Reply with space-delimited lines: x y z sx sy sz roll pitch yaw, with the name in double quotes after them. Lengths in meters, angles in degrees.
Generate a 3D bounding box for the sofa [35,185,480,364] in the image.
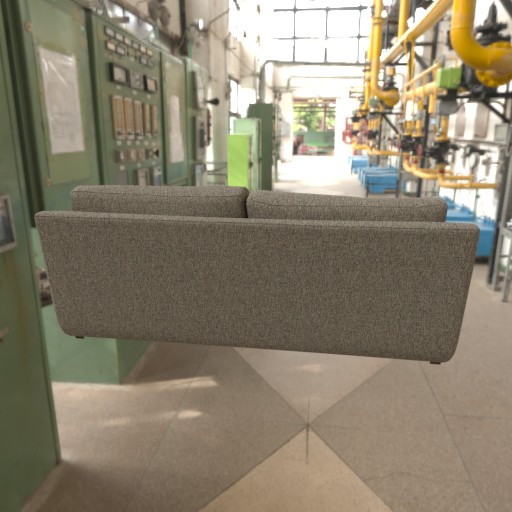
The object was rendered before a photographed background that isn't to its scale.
0.000 0.000 2.948 2.418 0.998 1.103 2 16 8 "sofa"
